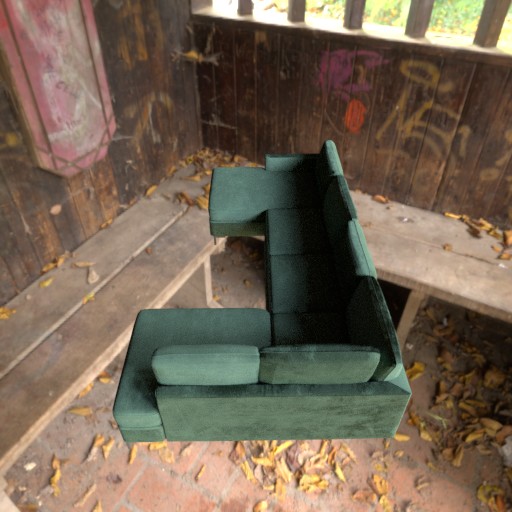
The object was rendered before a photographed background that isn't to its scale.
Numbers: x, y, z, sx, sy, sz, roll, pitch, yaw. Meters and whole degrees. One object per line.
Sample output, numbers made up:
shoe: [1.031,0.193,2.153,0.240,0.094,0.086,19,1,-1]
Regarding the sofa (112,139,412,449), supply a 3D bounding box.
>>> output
sofa: [0.000,0.000,4.376,2.055,0.992,3.434,0,41,0]
